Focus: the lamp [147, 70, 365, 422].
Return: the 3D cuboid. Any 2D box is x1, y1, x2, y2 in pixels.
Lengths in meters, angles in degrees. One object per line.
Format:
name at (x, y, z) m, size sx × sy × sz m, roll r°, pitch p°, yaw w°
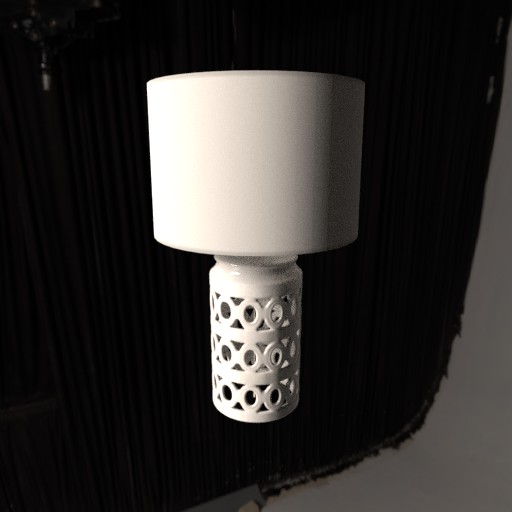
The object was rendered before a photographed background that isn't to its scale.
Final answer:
lamp at (0.000, 0.000, 0.700) m, size 0.310 × 0.502 × 0.310 m, roll 0°, pitch 15°, yaw 0°
